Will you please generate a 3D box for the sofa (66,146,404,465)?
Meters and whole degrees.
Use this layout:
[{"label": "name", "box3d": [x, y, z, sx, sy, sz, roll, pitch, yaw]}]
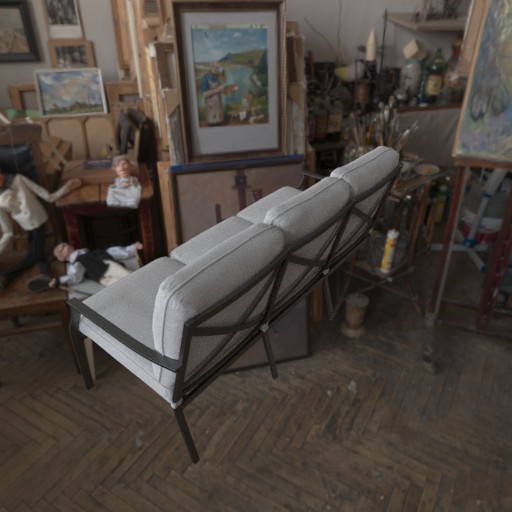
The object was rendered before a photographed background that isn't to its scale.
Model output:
[{"label": "sofa", "box3d": [0.000, 0.000, 2.250, 0.787, 0.860, 1.740, 22, 39, 31]}]
